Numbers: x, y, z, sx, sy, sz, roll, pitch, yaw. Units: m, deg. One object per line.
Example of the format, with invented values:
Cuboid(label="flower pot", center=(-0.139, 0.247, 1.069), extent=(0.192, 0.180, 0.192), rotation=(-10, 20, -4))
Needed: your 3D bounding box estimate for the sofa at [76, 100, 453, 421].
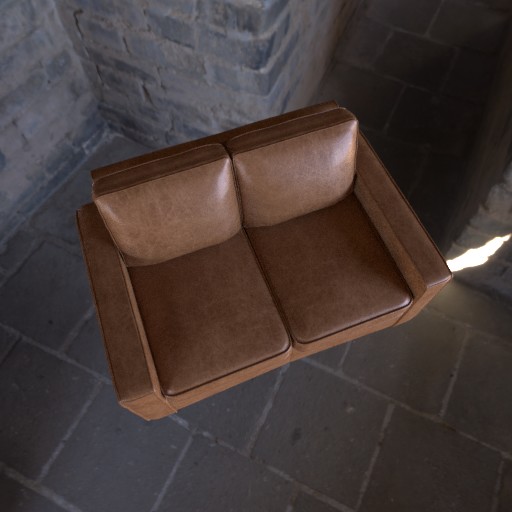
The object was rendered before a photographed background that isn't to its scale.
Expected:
Cuboid(label="sofa", center=(0.000, 0.000, 2.167), extent=(1.532, 0.896, 1.020), rotation=(-19, 65, -9))
